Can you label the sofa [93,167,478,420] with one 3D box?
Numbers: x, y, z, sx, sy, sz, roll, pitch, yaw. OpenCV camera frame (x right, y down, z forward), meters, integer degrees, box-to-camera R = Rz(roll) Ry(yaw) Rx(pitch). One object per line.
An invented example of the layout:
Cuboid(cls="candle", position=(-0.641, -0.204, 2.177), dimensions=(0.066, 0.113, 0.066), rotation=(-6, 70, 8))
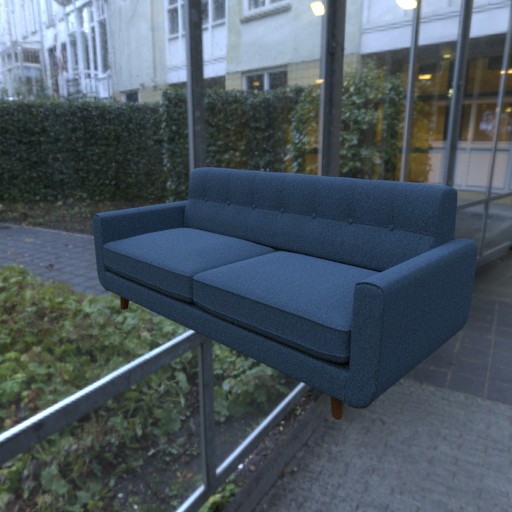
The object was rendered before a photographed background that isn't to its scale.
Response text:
Cuboid(cls="sofa", position=(0.000, 0.000, 2.505), dimensions=(2.055, 0.884, 0.942), rotation=(14, 21, 42))
